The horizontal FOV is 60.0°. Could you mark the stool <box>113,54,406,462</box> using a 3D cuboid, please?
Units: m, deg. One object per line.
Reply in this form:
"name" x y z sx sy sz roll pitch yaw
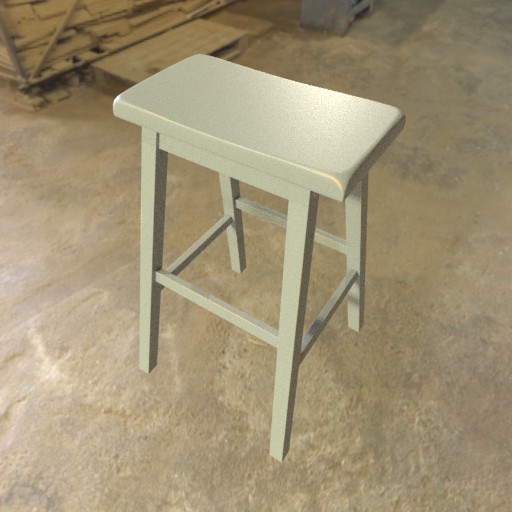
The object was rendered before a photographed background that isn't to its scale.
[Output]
"stool" 0.000 0.000 1.011 0.457 0.737 0.476 25 51 23
